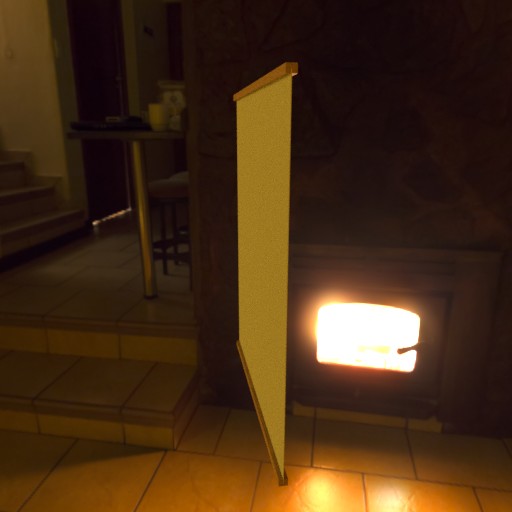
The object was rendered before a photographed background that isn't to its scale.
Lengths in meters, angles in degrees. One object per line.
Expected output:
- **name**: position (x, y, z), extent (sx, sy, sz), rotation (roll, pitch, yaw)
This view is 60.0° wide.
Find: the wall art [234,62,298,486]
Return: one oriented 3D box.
- **wall art**: position (0.000, 0.000, 0.698), extent (0.012, 0.508, 0.405), rotation (-3, 16, -10)
